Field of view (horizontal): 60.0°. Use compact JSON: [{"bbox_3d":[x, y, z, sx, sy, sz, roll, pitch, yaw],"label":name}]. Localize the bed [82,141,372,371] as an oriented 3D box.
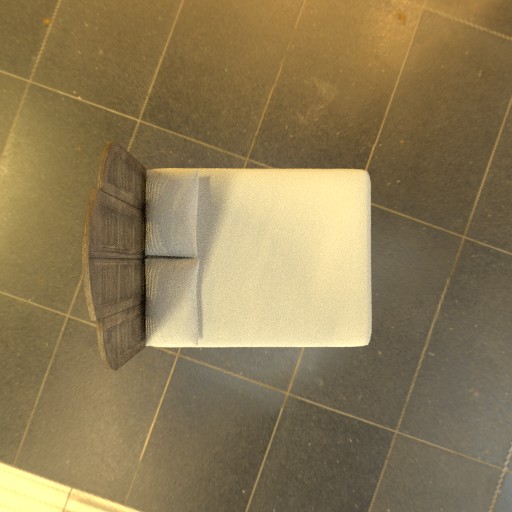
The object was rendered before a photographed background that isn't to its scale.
[{"bbox_3d":[0.000,0.000,3.594,2.138,2.019,1.713,0,89,-1],"label":"bed"}]
